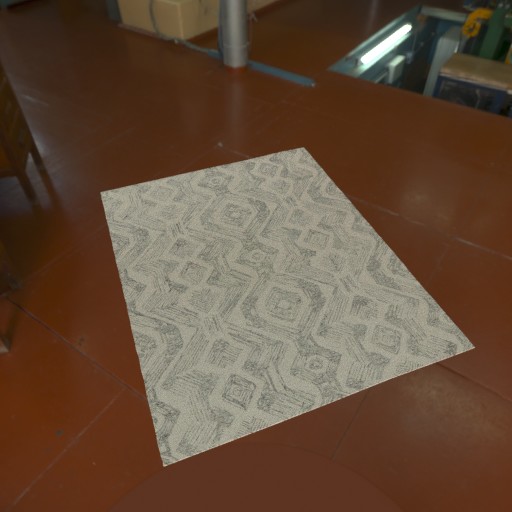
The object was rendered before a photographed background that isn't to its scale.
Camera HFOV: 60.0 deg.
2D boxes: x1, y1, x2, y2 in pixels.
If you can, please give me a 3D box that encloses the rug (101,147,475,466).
[{"bbox_3d":[0.000,0.000,4.088,2.430,0.030,3.054,-15,47,-15],"label":"rug"}]
